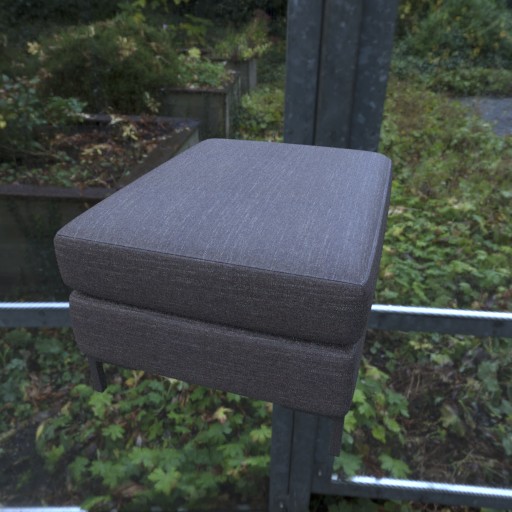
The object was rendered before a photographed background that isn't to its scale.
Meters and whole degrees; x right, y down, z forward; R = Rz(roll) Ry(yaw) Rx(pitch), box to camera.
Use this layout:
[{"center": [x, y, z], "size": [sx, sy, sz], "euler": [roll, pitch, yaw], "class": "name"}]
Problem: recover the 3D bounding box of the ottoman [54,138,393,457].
[{"center": [0.000, 0.000, 1.244], "size": [0.671, 0.490, 0.820], "euler": [9, 30, 16], "class": "ottoman"}]
